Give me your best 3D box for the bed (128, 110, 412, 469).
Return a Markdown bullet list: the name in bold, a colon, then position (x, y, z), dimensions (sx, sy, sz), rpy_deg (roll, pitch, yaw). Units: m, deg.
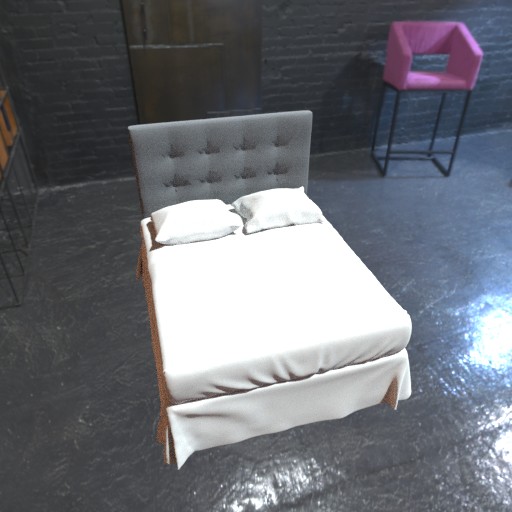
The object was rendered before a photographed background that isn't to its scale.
- **bed**: position (0.000, 0.000, 3.481), dimensions (1.936, 1.577, 2.222), rpy_deg (-9, 36, -13)
